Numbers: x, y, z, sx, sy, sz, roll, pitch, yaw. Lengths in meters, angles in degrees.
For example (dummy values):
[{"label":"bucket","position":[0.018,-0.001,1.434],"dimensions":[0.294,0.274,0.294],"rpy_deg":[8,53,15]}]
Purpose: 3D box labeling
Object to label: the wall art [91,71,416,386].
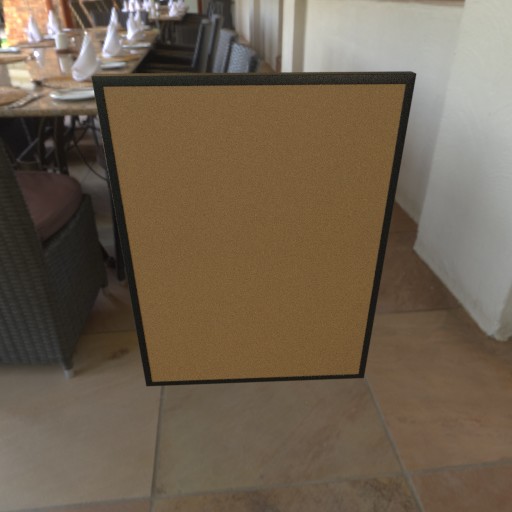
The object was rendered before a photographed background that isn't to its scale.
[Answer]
[{"label":"wall art","position":[0.000,0.000,1.380],"dimensions":[0.804,1.061,0.039],"rpy_deg":[-1,31,-2]}]
